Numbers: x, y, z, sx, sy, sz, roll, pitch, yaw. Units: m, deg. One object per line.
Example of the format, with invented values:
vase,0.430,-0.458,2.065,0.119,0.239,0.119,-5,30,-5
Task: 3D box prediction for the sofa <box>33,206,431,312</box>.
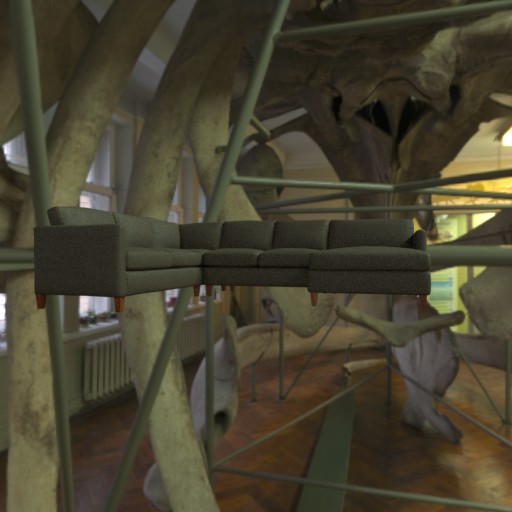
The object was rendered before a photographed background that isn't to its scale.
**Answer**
sofa,0.000,0.000,4.694,3.460,0.961,2.594,0,0,17
